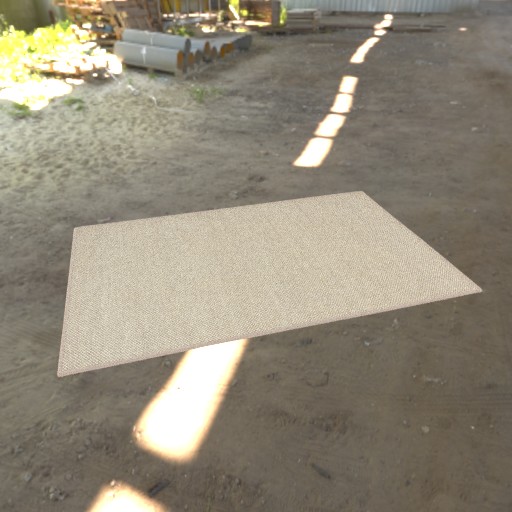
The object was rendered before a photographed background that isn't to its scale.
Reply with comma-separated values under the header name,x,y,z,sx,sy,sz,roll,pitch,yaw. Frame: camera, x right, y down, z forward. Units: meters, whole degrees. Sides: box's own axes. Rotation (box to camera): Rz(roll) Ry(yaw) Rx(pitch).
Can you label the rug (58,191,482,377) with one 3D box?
name,x,y,z,sx,sy,sz,roll,pitch,yaw
rug,0.000,0.000,2.091,1.676,0.013,1.067,-9,33,-14
